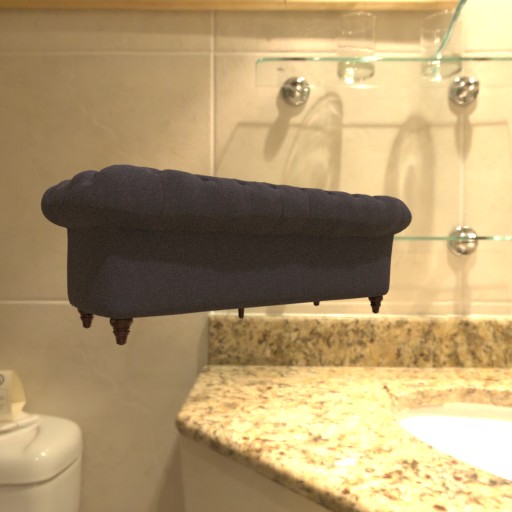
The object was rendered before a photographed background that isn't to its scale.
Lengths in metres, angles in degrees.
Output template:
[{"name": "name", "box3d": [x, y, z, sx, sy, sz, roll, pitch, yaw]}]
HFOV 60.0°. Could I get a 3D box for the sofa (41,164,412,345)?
[{"name": "sofa", "box3d": [0.000, 0.000, 2.795, 2.335, 0.836, 1.046, 0, 0, -36]}]
